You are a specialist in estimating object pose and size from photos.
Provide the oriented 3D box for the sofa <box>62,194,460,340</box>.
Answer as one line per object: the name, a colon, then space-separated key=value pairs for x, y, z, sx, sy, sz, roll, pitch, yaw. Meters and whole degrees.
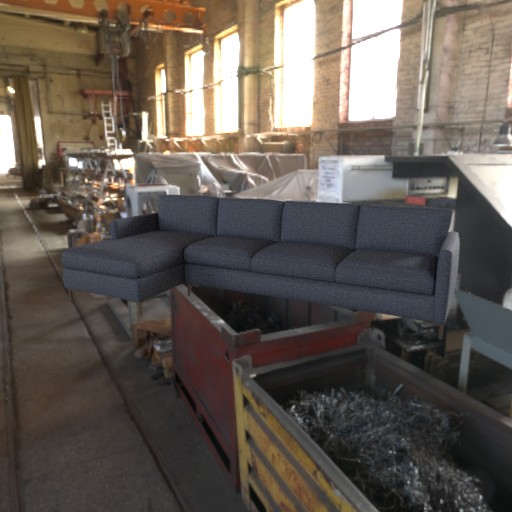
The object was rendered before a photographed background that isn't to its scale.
sofa: x=0.000 y=0.000 z=2.964 sx=2.445 sy=0.673 sz=1.125 roll=7 pitch=15 yaw=26
